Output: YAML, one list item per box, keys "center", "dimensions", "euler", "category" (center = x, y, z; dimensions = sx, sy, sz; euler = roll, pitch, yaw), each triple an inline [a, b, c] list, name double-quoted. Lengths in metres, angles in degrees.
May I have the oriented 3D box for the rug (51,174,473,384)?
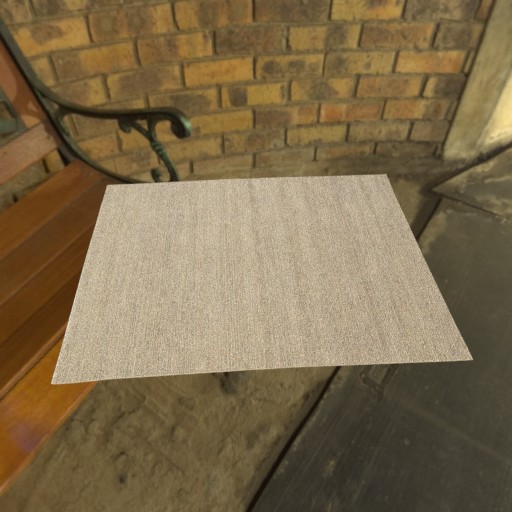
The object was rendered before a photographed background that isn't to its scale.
- center: [0.000, 0.000, 4.740]
  dimensions: [3.626, 0.051, 2.757]
  euler: [-3, 46, -2]
  category: "rug"
